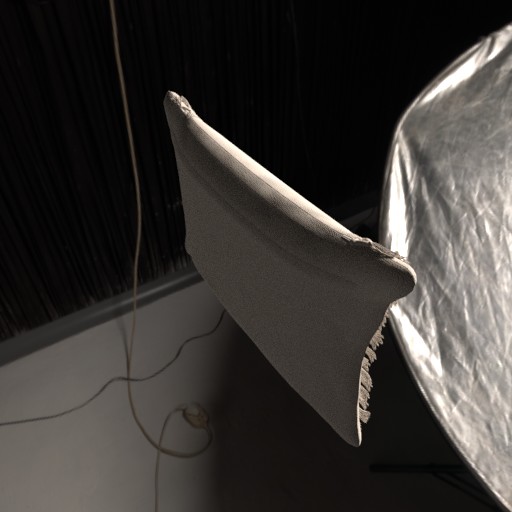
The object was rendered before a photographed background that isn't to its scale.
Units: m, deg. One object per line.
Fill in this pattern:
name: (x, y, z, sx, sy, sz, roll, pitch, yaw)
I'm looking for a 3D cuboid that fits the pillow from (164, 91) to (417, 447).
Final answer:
pillow: (0.000, 0.000, 0.596, 0.084, 0.305, 0.466, -24, 47, -25)
